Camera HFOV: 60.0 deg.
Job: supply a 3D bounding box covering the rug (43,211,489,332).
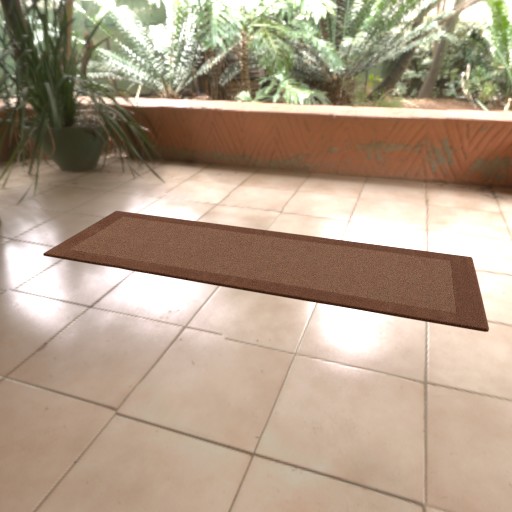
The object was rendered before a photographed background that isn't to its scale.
[{"bbox_3d":[0.000,0.000,2.635,2.439,0.017,0.764,8,28,16],"label":"rug"}]
